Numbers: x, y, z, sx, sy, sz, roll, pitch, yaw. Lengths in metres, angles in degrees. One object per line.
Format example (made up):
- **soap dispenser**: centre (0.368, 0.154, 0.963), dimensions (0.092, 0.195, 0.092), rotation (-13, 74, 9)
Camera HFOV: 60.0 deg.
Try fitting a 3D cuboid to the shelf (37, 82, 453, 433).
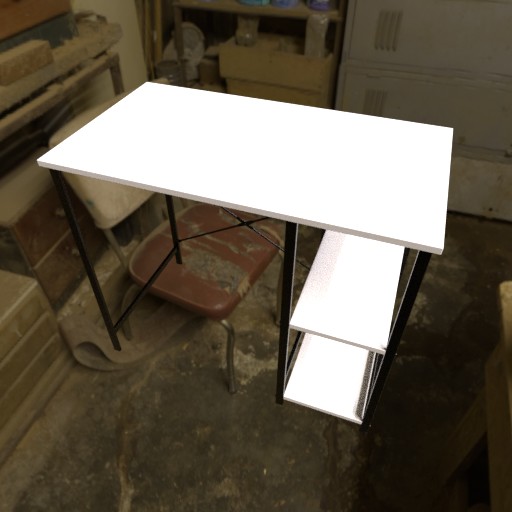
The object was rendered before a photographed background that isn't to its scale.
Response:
- **shelf**: centre (0.000, 0.000, 1.340), dimensions (0.902, 0.750, 0.498), rotation (14, 44, 15)
